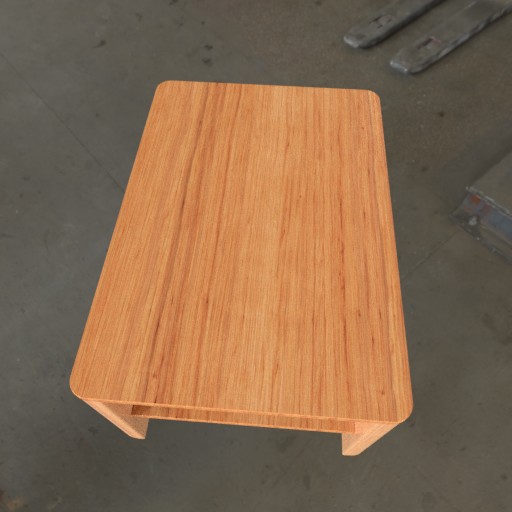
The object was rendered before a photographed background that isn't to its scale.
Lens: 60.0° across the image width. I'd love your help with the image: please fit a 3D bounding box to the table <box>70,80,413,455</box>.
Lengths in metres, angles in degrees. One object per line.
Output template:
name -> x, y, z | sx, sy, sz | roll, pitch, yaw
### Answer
table -> 0.000, 0.000, 1.324 | 0.696, 0.445, 0.997 | 4, 58, 2
